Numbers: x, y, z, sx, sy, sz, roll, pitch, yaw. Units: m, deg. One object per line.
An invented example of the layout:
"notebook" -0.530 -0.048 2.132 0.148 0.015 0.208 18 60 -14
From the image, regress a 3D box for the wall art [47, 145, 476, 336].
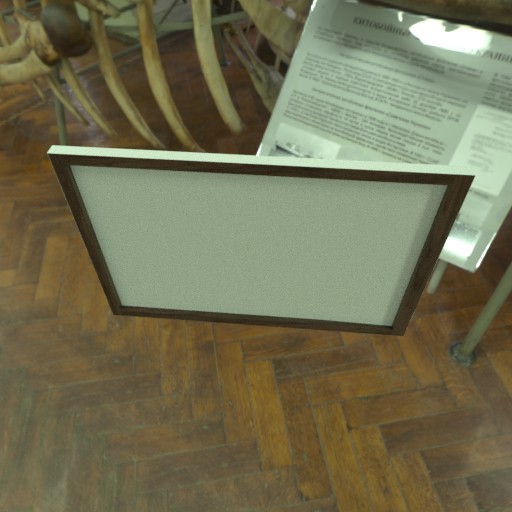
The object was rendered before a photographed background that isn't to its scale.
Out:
"wall art" 0.000 0.000 1.955 1.520 1.016 0.051 4 47 3
